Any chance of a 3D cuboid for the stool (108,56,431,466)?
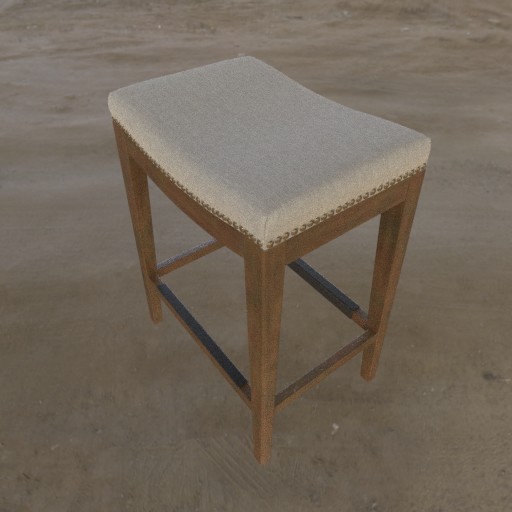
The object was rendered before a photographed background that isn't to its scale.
[{"bbox_3d":[0.000,0.000,0.952,0.356,0.660,0.508,-27,49,-27],"label":"stool"}]
